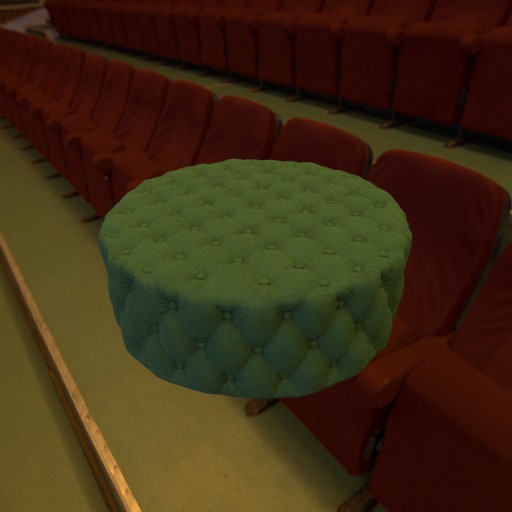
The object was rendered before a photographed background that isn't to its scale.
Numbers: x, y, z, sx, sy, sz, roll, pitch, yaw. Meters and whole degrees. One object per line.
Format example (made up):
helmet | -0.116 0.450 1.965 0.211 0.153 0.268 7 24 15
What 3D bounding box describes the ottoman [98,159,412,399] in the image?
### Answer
ottoman | 0.000 0.000 1.533 0.998 0.399 0.998 0 32 0
